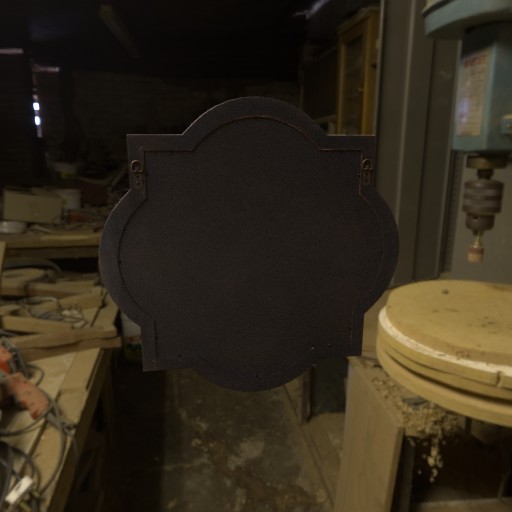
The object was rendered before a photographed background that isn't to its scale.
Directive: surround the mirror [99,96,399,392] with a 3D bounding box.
[{"bbox_3d":[0.000,0.000,1.037,0.686,0.686,0.019,-2,15,-8],"label":"mirror"}]
